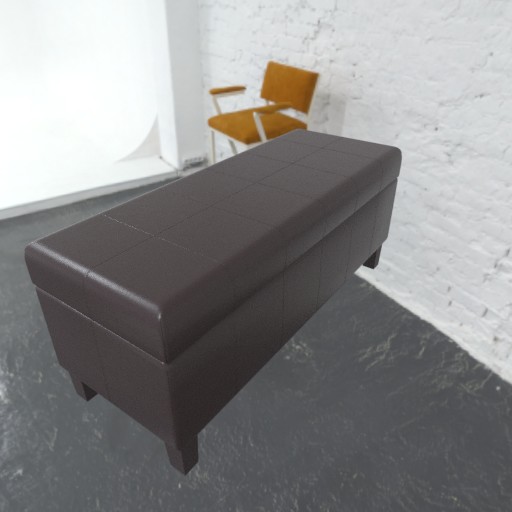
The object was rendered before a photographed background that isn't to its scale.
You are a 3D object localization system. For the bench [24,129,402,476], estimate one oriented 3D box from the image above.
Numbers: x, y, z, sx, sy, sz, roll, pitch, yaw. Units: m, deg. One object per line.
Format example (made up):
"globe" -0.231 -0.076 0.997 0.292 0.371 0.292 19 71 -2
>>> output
"bench" 0.000 0.000 1.299 0.429 0.457 1.092 21 37 30
